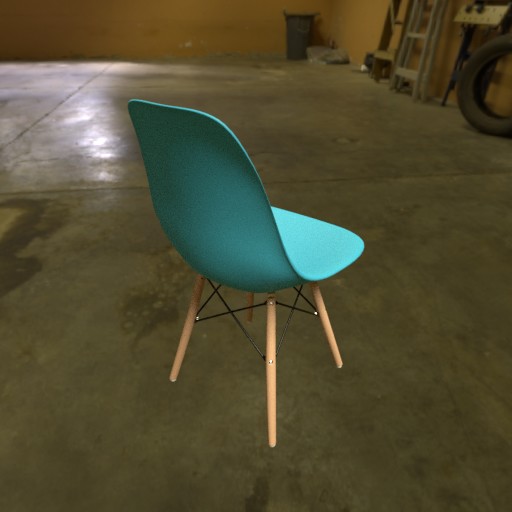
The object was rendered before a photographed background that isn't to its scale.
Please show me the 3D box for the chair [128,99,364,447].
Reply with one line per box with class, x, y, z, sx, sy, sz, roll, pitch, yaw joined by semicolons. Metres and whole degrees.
chair;0.000;0.000;1.134;0.470;0.826;0.531;21;36;32
